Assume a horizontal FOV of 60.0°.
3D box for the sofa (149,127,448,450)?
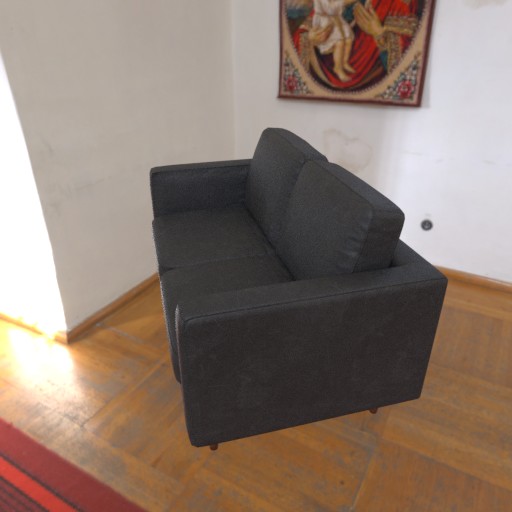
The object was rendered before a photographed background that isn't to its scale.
[{"bbox_3d":[0.000,0.000,2.009,0.879,0.899,1.430,-7,29,-13],"label":"sofa"}]
